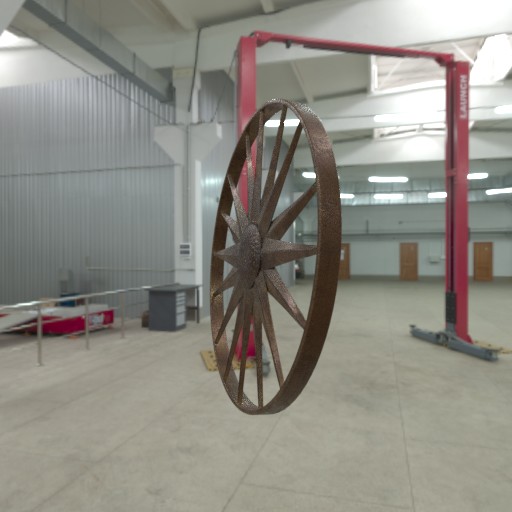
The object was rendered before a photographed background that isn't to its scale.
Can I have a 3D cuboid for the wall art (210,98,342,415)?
[{"bbox_3d":[0.000,0.000,0.862,0.084,0.583,0.582,0,0,-20],"label":"wall art"}]
